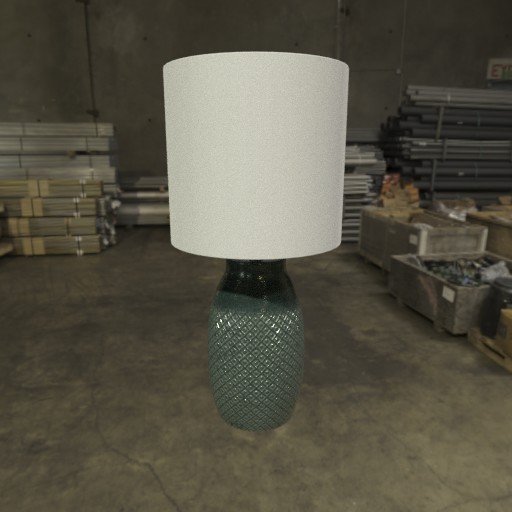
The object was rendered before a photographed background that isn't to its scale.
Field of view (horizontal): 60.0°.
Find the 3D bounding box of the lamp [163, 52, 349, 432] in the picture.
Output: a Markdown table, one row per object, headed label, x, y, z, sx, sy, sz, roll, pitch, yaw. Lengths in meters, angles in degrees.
| label | x | y | z | sx | sy | sz | roll | pitch | yaw |
| --- | --- | --- | --- | --- | --- | --- | --- | --- | --- |
| lamp | 0.000 | 0.000 | 0.580 | 0.217 | 0.453 | 0.217 | -2 | 14 | -8 |
